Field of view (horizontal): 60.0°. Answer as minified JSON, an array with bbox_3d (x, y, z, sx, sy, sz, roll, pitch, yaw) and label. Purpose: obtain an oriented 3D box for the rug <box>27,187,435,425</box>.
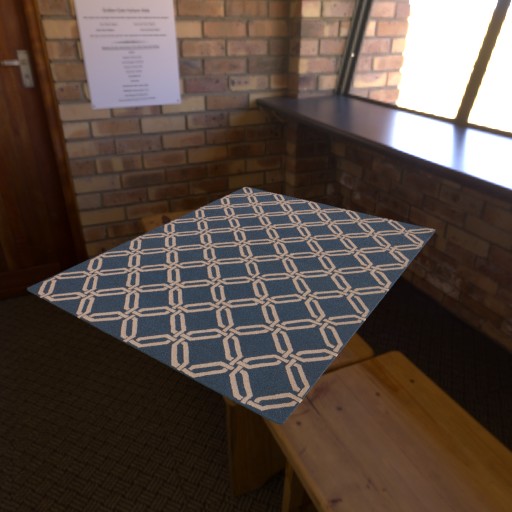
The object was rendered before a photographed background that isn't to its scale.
[{"bbox_3d":[0.000,0.000,3.829,2.277,0.020,2.867,18,33,30],"label":"rug"}]
